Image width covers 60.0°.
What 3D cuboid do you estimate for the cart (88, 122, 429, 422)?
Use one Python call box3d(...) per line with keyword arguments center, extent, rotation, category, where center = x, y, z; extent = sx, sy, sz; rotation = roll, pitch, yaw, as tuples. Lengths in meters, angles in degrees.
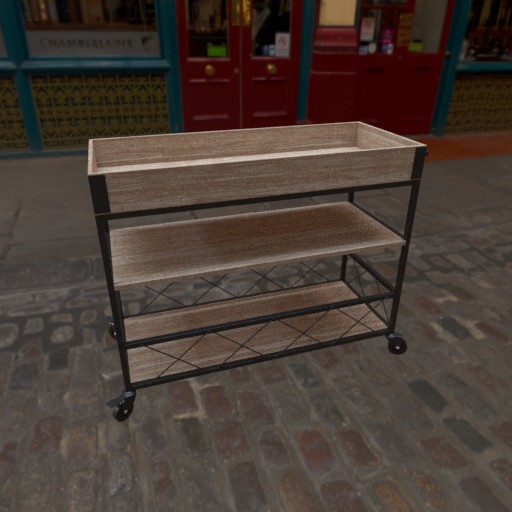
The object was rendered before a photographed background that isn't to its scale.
box3d(center=(0.000, 0.000, 1.542), extent=(1.101, 0.787, 0.500), rotation=(-8, 28, -16), category="cart")
